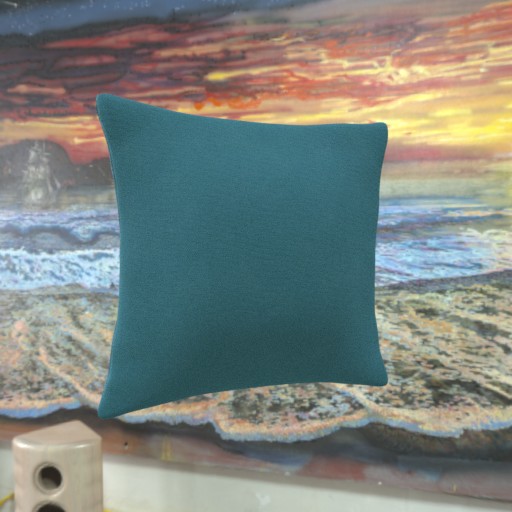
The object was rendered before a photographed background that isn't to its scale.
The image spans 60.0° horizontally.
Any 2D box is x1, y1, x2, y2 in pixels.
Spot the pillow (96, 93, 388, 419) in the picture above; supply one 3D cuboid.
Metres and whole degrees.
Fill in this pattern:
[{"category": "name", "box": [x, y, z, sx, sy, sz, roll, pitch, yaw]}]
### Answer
[{"category": "pillow", "box": [0.000, 0.000, 0.637, 0.433, 0.415, 0.151, -1, 2, -19]}]
